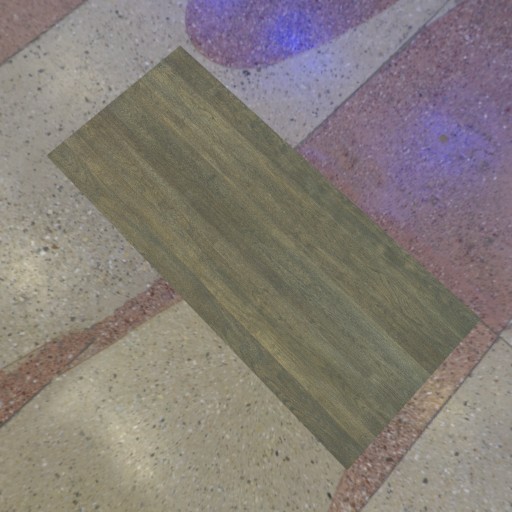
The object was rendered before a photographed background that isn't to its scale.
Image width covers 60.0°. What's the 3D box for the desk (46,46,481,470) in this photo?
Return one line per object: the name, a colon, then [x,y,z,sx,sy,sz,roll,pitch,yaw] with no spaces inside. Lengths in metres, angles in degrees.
desk: [0.000,0.000,2.045,0.730,0.780,1.600,-44,80,-9]
